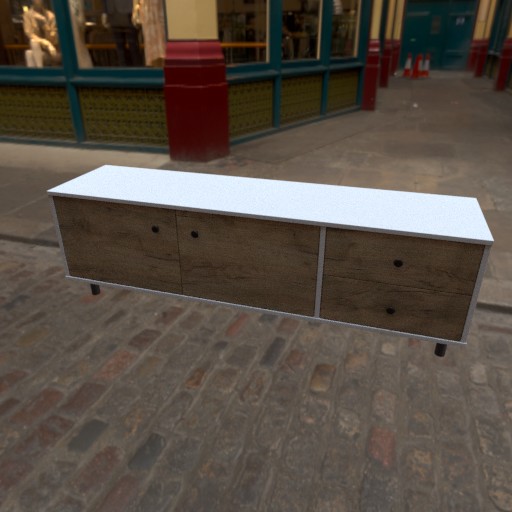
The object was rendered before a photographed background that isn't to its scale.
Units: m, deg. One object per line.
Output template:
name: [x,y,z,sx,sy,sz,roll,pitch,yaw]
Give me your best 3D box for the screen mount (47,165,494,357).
screen mount: [0.000,0.000,1.810,1.600,0.520,0.418,8,28,15]
